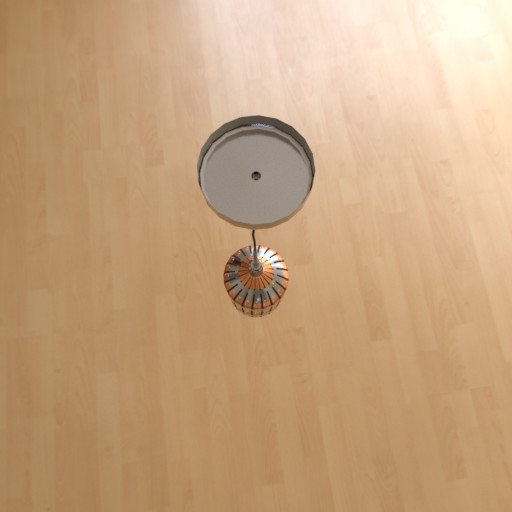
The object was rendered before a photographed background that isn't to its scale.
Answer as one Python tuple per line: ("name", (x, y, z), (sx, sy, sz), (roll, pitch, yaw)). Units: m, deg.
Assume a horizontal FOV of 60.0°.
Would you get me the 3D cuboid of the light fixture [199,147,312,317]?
("light fixture", (0.000, 0.000, 1.675), (0.303, 1.535, 0.303), (0, 76, 0))
